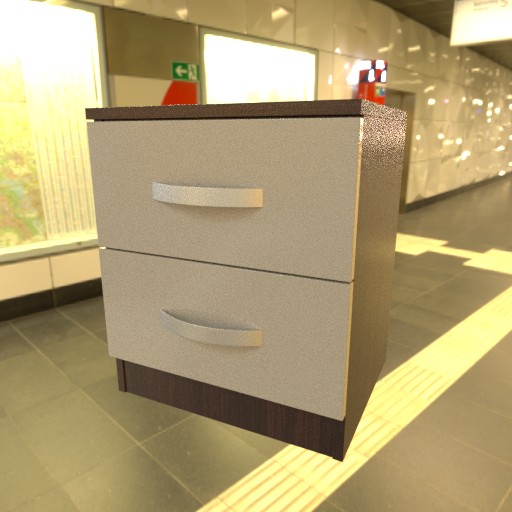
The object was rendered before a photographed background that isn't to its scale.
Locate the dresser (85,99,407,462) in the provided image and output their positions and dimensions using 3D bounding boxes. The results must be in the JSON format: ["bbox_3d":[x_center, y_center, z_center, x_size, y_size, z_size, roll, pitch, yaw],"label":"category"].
[{"bbox_3d":[0.000,0.000,0.750,0.400,0.470,0.360,7,17,25],"label":"dresser"}]
